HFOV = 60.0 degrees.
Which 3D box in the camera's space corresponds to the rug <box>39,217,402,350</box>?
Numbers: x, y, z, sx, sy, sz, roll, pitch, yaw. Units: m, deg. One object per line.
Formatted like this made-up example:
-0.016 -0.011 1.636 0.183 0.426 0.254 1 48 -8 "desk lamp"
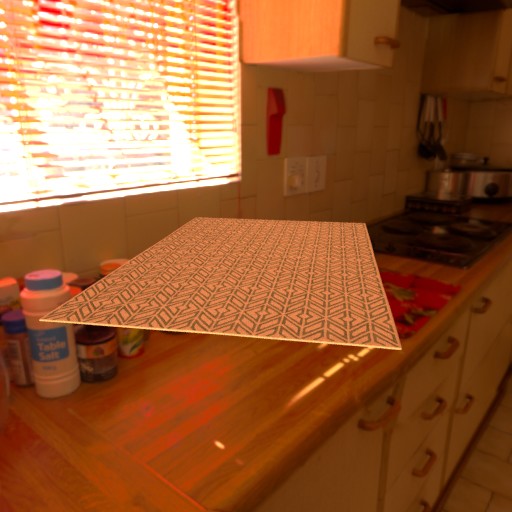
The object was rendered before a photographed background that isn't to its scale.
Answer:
0.000 0.000 2.311 1.220 0.007 1.828 3 17 9 "rug"
